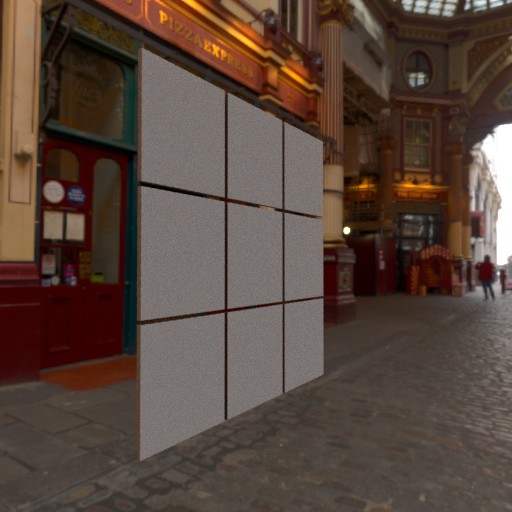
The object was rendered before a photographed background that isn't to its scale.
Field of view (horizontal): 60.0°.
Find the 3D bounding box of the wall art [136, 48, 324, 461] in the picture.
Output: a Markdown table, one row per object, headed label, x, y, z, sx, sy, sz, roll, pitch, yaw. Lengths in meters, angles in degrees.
| label | x | y | z | sx | sy | sz | roll | pitch | yaw |
| --- | --- | --- | --- | --- | --- | --- | --- | --- | --- |
| wall art | 0.000 | 0.000 | 1.858 | 0.017 | 1.246 | 1.256 | -1 | -1 | 34 |
